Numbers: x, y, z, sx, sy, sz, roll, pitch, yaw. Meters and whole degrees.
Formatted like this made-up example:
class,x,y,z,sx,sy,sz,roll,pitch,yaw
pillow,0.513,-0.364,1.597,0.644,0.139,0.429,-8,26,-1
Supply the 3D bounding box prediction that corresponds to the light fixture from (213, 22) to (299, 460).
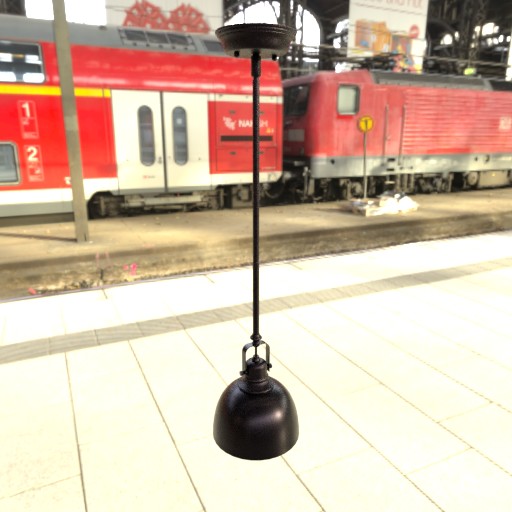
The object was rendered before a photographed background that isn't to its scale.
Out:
class,x,y,z,sx,sy,sz,roll,pitch,yaw
light fixture,0.000,0.000,0.836,0.182,0.768,0.182,-8,17,-27
